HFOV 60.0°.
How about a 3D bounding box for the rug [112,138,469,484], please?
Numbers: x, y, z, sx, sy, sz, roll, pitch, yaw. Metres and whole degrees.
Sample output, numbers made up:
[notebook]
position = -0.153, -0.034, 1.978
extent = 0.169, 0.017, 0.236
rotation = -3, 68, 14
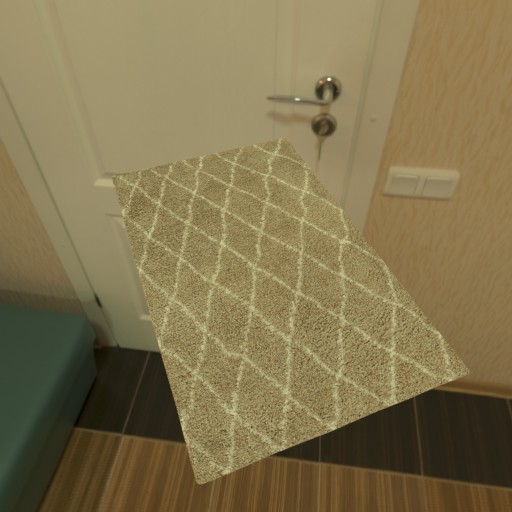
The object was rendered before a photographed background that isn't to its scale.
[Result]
[rug]
position = 0.000, 0.000, 2.962
extent = 1.524, 0.030, 2.438
rotation = -16, 49, -14
